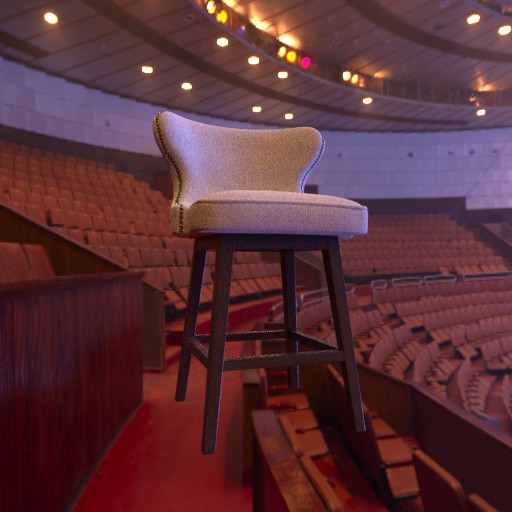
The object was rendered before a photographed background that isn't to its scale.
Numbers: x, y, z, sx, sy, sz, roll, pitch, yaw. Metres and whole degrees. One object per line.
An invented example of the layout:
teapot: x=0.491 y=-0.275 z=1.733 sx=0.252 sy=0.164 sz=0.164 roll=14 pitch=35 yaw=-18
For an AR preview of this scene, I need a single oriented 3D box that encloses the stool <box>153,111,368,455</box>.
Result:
stool: x=0.000 y=0.000 z=1.400 sx=0.615 sy=0.972 sz=0.597 roll=0 pitch=-1 yaw=-19
